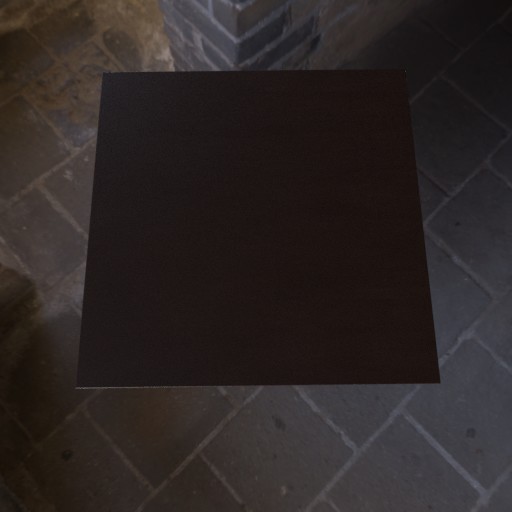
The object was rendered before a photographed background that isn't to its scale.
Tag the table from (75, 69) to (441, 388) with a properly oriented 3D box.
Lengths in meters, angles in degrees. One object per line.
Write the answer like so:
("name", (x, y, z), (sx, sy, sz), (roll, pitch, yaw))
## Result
("table", (0.000, 0.000, 1.374), (0.749, 0.770, 0.749), (-1, 75, 0))
